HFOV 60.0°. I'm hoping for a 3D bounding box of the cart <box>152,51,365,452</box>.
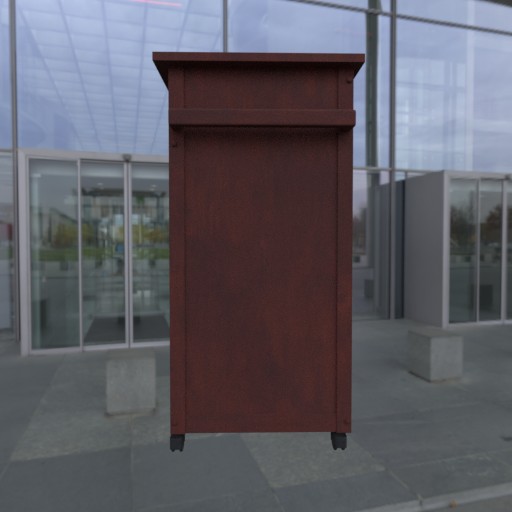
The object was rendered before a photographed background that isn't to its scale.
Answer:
[{"bbox_3d":[0.000,0.000,1.255,0.442,0.864,0.683,0,2,-1],"label":"cart"}]
